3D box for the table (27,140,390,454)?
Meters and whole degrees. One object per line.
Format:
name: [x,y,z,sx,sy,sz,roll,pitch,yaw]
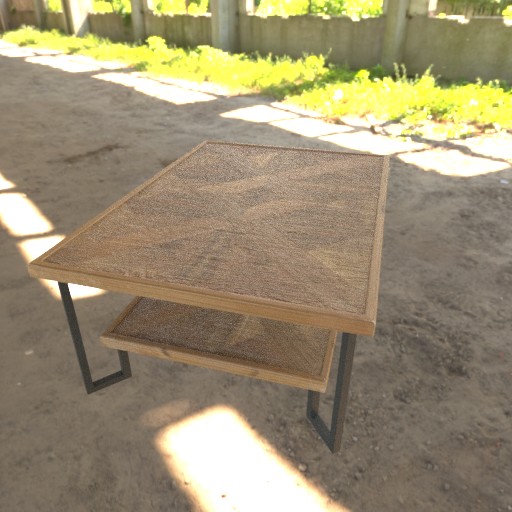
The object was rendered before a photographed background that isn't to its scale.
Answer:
table: [0.000,0.000,1.671,0.877,0.492,1.238,8,31,14]
